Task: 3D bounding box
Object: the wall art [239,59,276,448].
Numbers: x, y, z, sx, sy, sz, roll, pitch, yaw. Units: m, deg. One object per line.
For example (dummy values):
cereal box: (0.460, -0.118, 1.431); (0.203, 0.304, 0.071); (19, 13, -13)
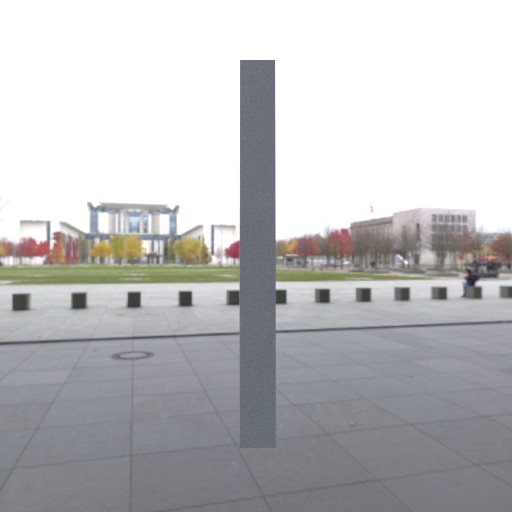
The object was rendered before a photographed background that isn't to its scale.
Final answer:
wall art: (0.000, 0.000, 0.769); (0.038, 0.407, 0.609); (0, -1, 0)
